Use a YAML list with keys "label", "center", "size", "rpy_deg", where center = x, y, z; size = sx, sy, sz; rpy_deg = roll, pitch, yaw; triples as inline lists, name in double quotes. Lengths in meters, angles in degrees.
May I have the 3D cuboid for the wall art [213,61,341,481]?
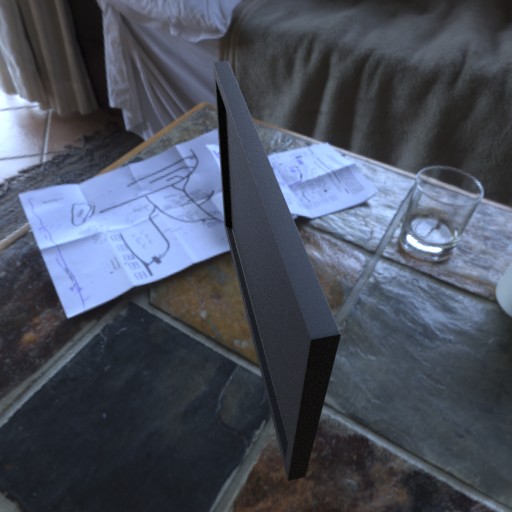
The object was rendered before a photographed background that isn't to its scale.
- label: "wall art"
  center: [0.000, 0.000, 0.556]
  size: [0.021, 0.301, 0.443]
  rpy_deg: [-9, 47, -8]
